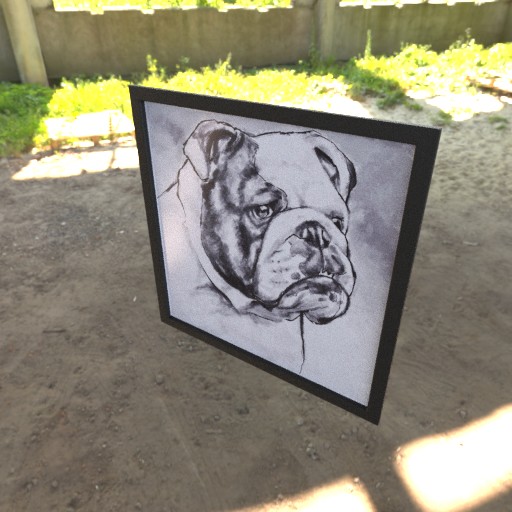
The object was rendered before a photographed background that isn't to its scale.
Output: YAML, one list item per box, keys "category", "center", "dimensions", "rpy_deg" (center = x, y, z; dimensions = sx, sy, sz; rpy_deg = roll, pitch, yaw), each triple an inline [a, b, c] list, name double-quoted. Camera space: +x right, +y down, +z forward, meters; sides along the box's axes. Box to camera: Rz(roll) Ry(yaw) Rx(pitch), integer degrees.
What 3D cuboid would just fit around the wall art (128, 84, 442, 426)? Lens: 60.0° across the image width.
- category: "wall art"
  center: [0.000, 0.000, 0.984]
  dimensions: [0.663, 0.659, 0.016]
  rpy_deg: [19, 35, 28]
